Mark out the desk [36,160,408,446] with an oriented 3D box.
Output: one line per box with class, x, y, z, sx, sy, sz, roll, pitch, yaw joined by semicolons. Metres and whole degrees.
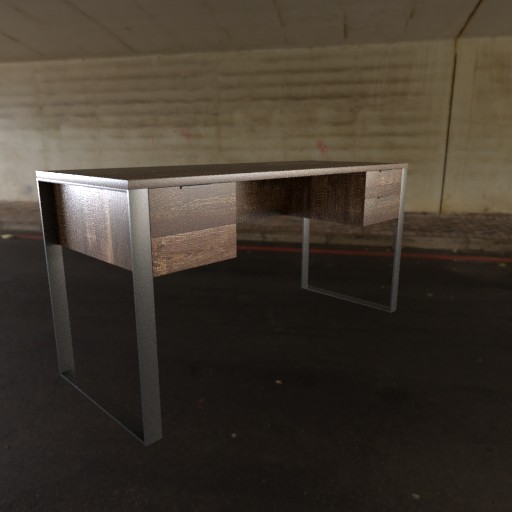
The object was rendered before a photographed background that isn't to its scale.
desk;0.000;0.000;1.922;0.599;0.762;1.524;13;19;42
